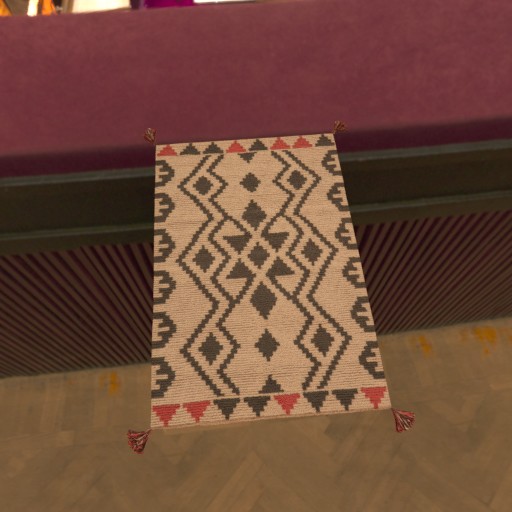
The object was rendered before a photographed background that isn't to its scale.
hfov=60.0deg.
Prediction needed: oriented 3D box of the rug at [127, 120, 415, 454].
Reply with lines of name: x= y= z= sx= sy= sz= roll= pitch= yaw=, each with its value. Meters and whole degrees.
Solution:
rug: x=0.000 y=0.000 z=2.624 sx=1.444 sy=0.067 sz=2.069 roll=-4 pitch=63 yaw=-2
